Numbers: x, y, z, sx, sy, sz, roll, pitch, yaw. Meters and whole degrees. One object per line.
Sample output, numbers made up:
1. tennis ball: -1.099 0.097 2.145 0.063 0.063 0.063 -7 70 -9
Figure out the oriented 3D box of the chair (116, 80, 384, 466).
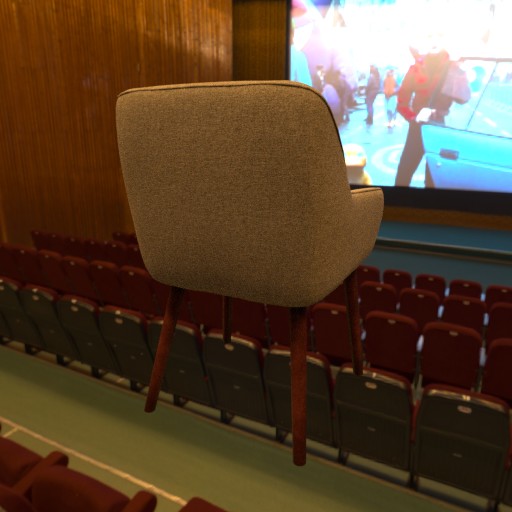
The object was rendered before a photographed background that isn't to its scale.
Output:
1. chair: 0.000 0.000 1.156 0.543 0.803 0.519 8 17 26
